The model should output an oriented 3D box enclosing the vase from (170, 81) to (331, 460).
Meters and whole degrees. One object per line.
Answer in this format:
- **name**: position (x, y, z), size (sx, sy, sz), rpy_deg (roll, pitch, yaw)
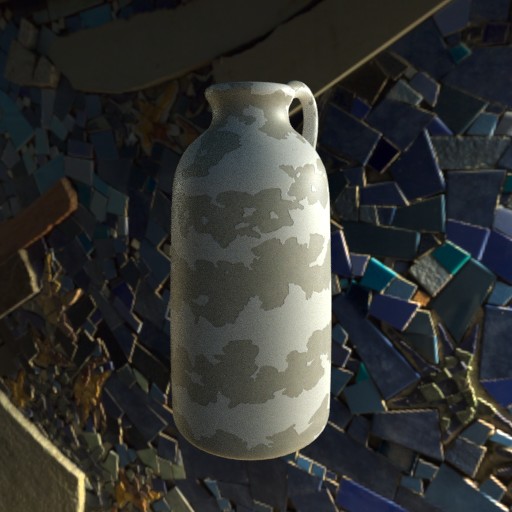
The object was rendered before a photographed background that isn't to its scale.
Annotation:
- **vase**: position (0.000, 0.000, 0.497), size (0.186, 0.382, 0.203), rpy_deg (13, 18, 43)
